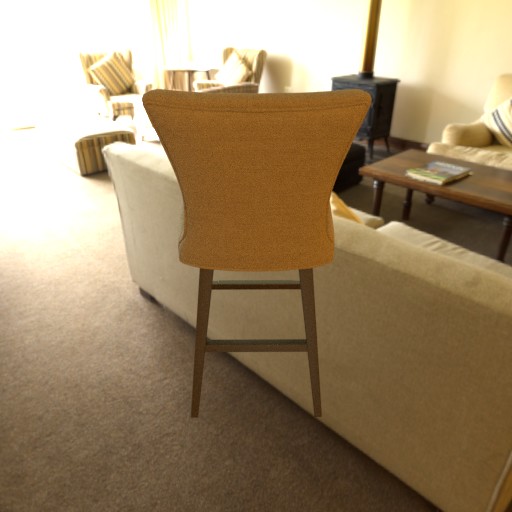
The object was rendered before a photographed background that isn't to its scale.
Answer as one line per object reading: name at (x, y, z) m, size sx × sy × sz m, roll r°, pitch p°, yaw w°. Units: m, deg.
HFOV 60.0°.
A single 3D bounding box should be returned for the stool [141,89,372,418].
stool at (0.000, 0.000, 1.436) m, size 0.514 × 1.086 × 0.574 m, roll 0°, pitch 29°, yaw 0°
